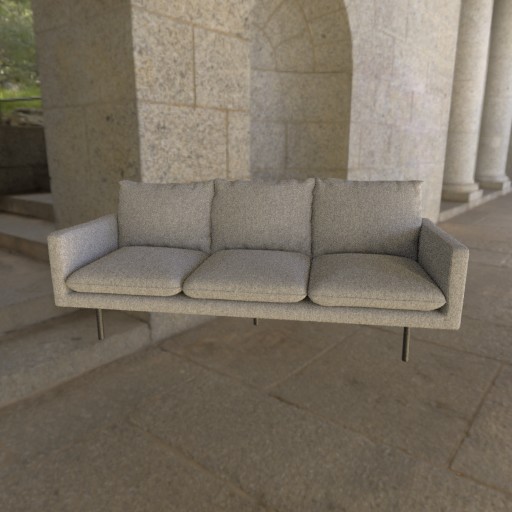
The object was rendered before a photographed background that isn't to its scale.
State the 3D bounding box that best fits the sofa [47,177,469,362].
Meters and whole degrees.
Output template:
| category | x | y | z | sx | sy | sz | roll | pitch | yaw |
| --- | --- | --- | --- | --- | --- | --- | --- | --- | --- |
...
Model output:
| category | x | y | z | sx | sy | sz | roll | pitch | yaw |
| --- | --- | --- | --- | --- | --- | --- | --- | --- | --- |
| sofa | 0.000 | 0.000 | 2.476 | 2.000 | 0.830 | 0.850 | 2 | 14 | 9 |
